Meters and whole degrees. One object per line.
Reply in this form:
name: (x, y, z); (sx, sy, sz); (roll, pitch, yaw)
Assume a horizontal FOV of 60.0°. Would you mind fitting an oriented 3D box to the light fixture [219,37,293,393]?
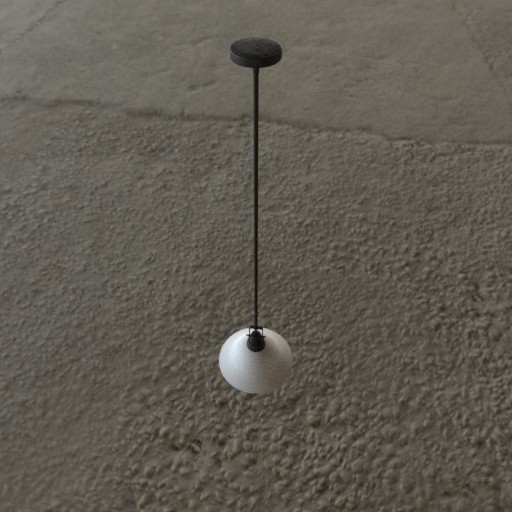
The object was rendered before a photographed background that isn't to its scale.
light fixture: (0.000, 0.000, 1.453); (0.324, 1.337, 0.324); (5, 48, 5)
